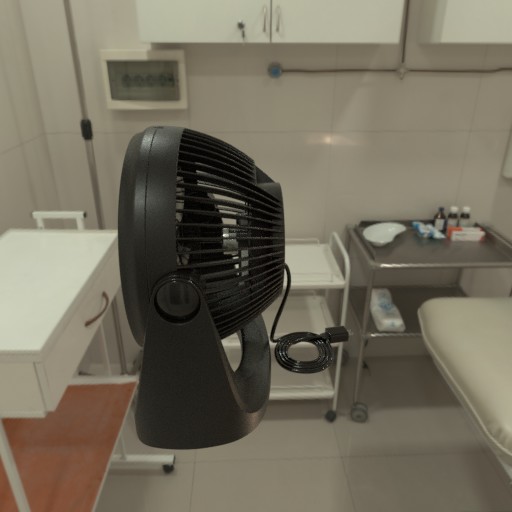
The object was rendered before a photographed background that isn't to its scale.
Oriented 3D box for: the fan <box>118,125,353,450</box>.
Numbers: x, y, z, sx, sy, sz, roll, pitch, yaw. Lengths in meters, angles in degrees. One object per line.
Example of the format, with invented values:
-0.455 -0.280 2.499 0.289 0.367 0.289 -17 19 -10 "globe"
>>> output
0.000 0.000 0.487 0.256 0.277 0.273 -1 25 -2 "fan"
